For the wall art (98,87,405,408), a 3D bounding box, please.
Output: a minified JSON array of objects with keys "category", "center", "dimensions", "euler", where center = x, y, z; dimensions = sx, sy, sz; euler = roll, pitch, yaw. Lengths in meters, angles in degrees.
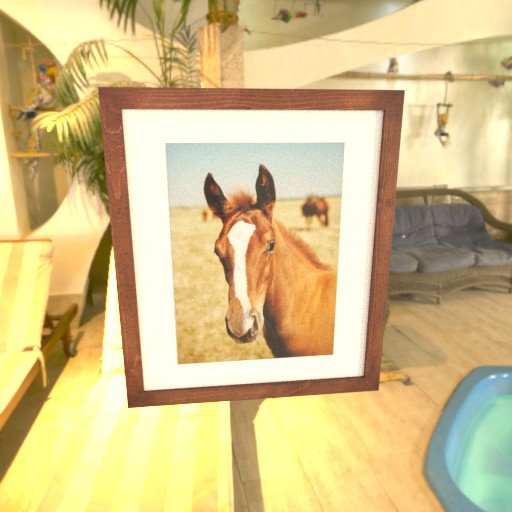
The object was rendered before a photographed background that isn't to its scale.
[{"category":"wall art","center":[0.000,0.000,0.541],"dimensions":[0.330,0.381,0.030],"euler":[-2,16,-7]}]
